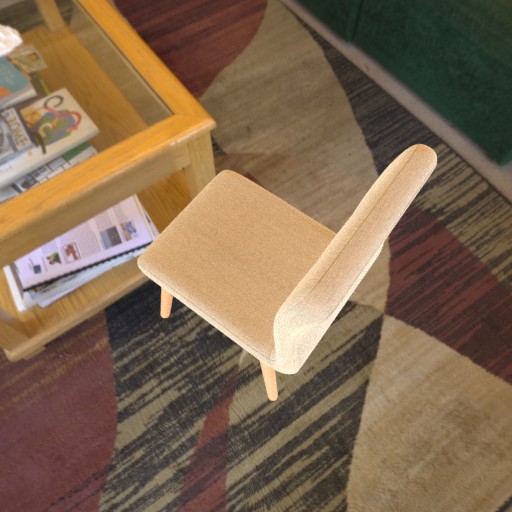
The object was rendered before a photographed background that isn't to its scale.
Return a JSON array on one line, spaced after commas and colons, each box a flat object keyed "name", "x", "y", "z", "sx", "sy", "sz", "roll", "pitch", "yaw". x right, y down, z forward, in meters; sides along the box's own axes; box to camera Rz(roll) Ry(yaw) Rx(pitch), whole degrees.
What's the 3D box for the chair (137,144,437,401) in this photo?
[{"name": "chair", "x": 0.000, "y": 0.000, "z": 1.181, "sx": 0.550, "sy": 0.885, "sz": 0.435, "roll": 34, "pitch": 69, "yaw": 15}]
